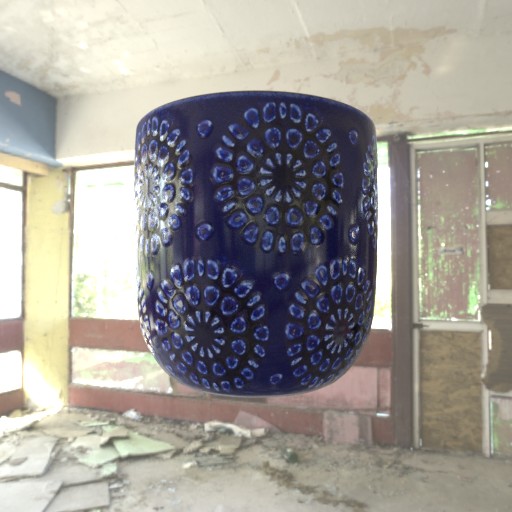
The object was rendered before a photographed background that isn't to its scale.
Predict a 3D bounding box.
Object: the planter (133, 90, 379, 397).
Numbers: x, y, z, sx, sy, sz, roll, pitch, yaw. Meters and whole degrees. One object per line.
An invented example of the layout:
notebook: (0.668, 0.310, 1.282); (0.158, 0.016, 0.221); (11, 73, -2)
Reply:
planter: (0.000, 0.000, 0.204); (0.109, 0.112, 0.109); (0, -2, 0)
